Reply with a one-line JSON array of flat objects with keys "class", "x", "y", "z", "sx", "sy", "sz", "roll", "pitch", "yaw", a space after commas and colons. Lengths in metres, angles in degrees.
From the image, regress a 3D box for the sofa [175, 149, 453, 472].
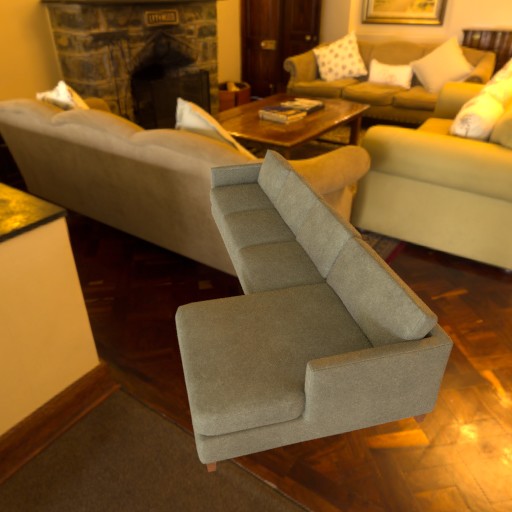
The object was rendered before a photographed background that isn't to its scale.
[{"class": "sofa", "x": 0.000, "y": 0.000, "z": 4.029, "sx": 1.604, "sy": 0.950, "sz": 3.471, "roll": -8, "pitch": 32, "yaw": -13}]
